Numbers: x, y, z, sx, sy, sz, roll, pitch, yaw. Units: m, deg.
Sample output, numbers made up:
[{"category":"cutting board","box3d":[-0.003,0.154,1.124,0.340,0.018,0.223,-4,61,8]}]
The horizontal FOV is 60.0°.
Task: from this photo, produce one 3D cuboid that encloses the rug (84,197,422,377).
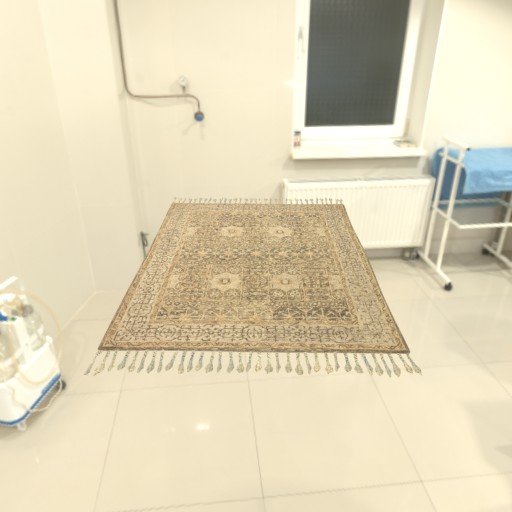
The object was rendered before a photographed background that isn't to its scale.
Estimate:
[{"category":"rug","box3d":[0.000,0.000,3.181,1.619,0.023,2.465,0,28,1]}]
